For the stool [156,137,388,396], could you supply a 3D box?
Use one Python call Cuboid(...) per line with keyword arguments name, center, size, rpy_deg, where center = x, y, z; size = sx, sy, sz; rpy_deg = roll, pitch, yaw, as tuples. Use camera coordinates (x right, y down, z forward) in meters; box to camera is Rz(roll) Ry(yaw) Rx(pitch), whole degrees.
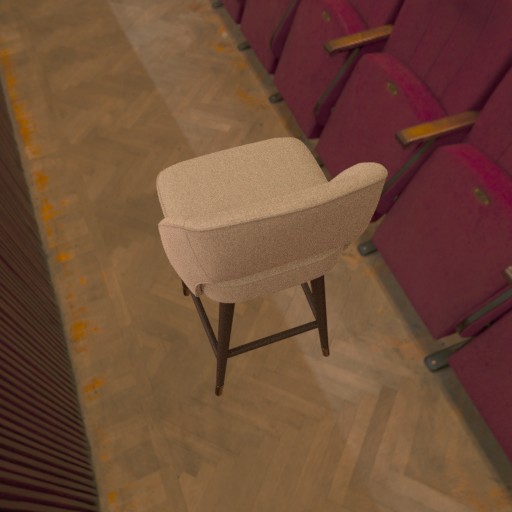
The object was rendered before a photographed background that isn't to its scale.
Cuboid(name="stool", center=(0.000, 0.000, 1.302), size=(0.494, 1.037, 0.509), rpy_deg=(-17, 59, -11))
